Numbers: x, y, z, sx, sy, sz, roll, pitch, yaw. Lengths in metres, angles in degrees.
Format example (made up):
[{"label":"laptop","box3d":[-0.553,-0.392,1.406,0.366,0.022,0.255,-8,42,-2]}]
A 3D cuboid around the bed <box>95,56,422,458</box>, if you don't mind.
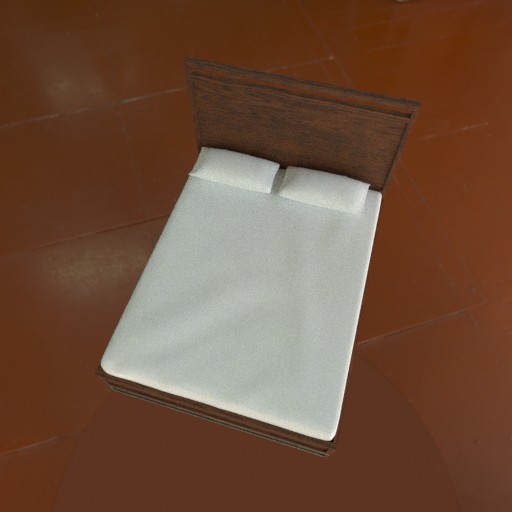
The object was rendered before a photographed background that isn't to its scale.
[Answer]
[{"label":"bed","box3d":[0.000,0.000,3.331,1.765,1.487,2.218,14,61,8]}]
